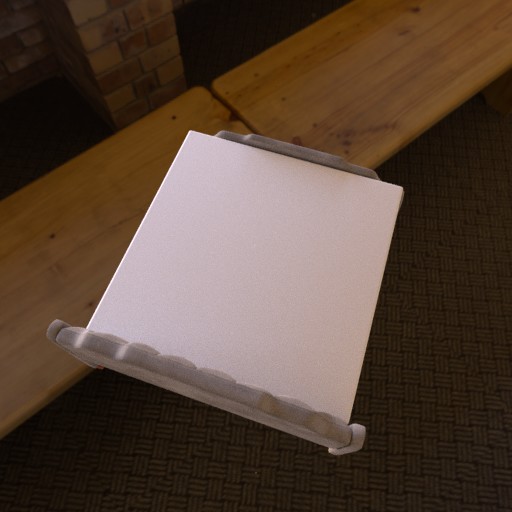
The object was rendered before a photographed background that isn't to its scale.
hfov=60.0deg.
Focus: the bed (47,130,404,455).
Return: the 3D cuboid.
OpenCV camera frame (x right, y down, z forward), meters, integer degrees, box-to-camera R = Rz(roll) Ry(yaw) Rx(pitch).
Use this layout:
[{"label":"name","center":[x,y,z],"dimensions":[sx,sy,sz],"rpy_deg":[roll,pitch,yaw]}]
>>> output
[{"label":"bed","center":[0.000,0.000,3.531],"dimensions":[2.074,1.245,2.340],"rpy_deg":[17,65,8]}]
